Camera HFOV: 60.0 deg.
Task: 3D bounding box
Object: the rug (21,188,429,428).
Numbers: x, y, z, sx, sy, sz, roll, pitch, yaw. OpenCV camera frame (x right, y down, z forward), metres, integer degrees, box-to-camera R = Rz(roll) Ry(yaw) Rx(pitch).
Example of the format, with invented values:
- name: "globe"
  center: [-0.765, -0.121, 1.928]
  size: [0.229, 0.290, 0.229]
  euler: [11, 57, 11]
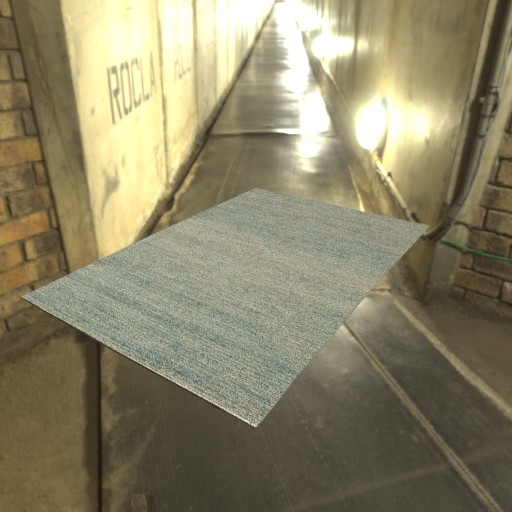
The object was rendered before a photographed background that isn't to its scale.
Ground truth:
- name: "rug"
  center: [0.000, 0.000, 5.102]
  size: [2.802, 0.052, 4.078]
  euler: [18, 32, 30]
